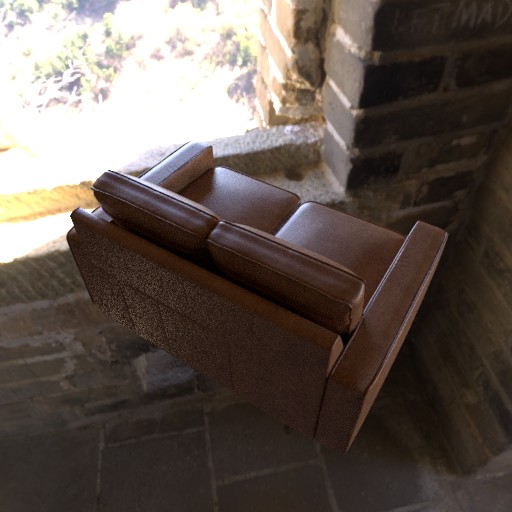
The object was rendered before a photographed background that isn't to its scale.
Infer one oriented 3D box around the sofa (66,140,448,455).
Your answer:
[{"bbox_3d":[0.000,0.000,2.153,1.532,0.896,1.020,25,51,22],"label":"sofa"}]
